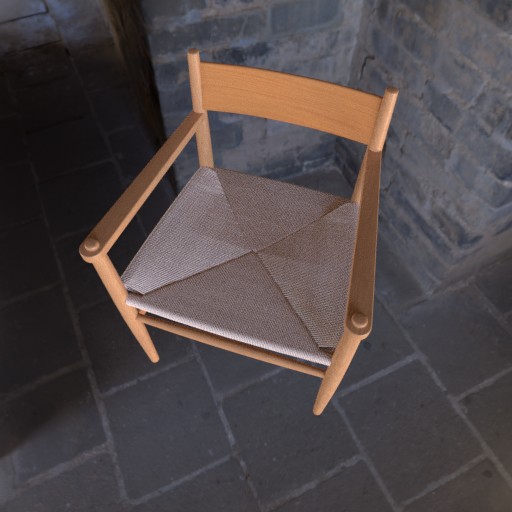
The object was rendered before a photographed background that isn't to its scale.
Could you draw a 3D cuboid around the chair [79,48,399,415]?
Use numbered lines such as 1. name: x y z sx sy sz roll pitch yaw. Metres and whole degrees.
1. chair: 0.000 0.000 1.115 0.556 0.762 0.495 15 59 9
